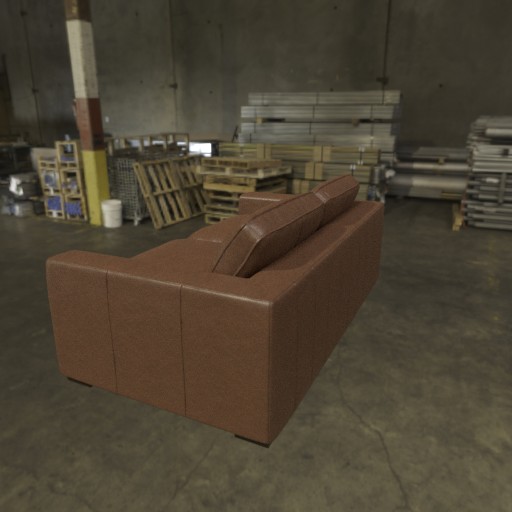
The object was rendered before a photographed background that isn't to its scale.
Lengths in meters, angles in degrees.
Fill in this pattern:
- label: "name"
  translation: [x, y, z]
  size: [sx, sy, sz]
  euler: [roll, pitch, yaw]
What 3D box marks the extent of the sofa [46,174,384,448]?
- label: "sofa"
  translation: [0.000, 0.000, 2.472]
  size: [1.070, 0.800, 1.920]
  euler: [8, 19, 24]
